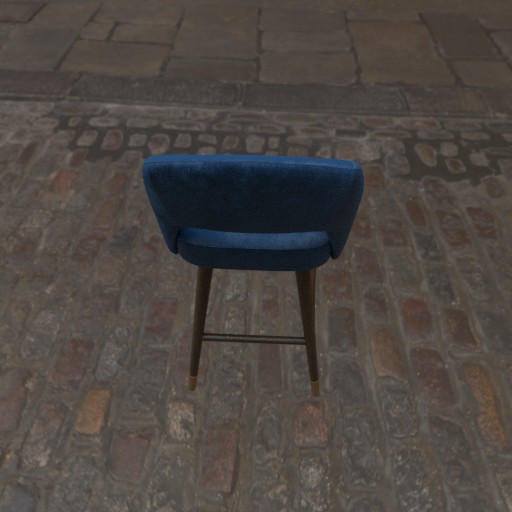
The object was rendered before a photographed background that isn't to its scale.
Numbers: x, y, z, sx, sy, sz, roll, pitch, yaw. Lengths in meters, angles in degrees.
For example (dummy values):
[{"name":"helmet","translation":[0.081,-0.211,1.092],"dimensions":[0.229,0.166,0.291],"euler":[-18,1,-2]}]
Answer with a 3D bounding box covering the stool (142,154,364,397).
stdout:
[{"name":"stool","translation":[0.000,0.000,1.333],"dimensions":[0.514,1.016,0.515],"euler":[2,47,2]}]
